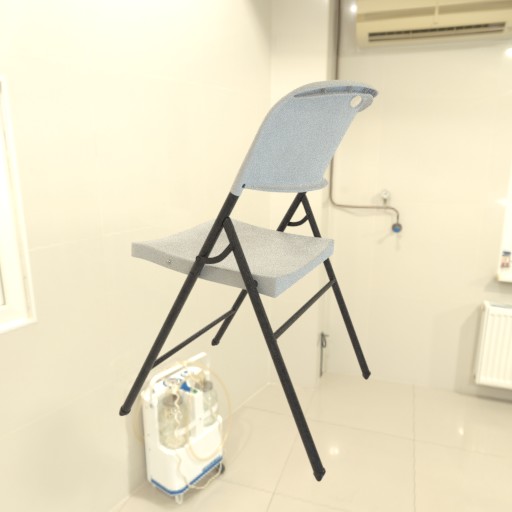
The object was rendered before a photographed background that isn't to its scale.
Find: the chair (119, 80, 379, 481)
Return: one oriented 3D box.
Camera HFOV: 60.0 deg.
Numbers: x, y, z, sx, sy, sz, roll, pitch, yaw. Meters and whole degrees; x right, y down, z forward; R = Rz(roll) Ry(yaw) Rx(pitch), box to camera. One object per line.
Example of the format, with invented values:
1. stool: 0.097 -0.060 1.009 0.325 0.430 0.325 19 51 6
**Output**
1. chair: 0.000 0.000 1.155 0.566 0.810 0.494 7 16 25
